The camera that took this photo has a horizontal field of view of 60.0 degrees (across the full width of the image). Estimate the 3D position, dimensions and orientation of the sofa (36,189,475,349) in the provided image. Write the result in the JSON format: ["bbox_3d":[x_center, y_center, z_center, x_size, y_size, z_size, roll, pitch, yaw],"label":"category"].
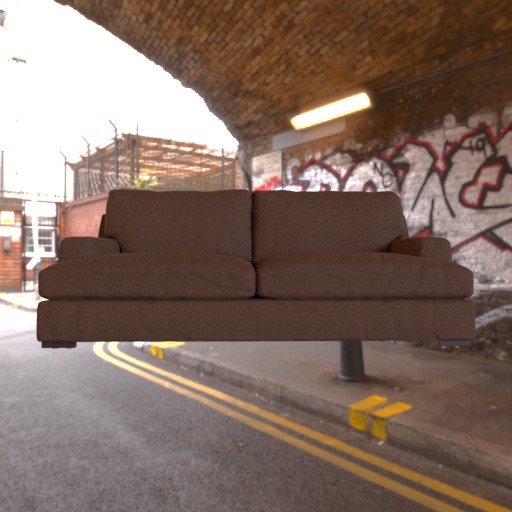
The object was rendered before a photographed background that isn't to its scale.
[{"bbox_3d":[0.000,0.000,2.785,2.274,0.950,1.140,0,-1,-1],"label":"sofa"}]
